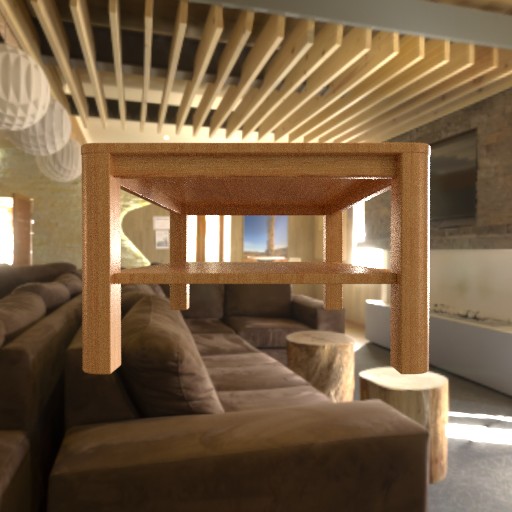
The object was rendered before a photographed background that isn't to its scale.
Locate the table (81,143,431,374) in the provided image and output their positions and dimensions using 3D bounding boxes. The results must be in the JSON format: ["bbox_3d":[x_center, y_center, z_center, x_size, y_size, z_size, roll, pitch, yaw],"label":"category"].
[{"bbox_3d":[0.000,0.000,1.348,0.696,0.445,0.997,0,1,0],"label":"table"}]
